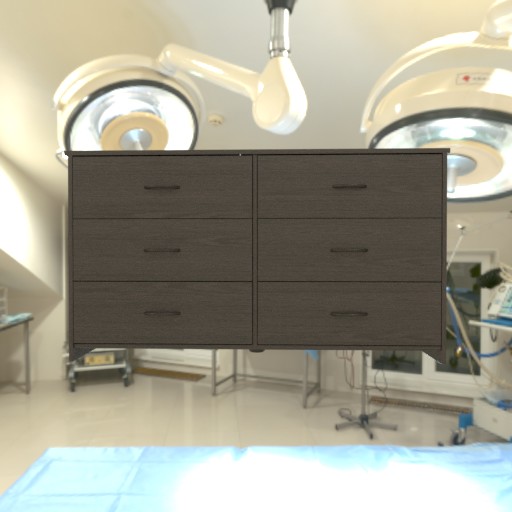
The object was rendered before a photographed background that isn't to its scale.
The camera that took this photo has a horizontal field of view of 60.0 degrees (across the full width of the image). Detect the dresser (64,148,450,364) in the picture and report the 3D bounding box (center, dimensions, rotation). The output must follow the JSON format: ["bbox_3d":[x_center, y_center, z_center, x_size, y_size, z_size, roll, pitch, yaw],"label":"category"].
[{"bbox_3d":[0.000,0.000,1.732,1.360,0.755,0.401,0,1,2],"label":"dresser"}]
